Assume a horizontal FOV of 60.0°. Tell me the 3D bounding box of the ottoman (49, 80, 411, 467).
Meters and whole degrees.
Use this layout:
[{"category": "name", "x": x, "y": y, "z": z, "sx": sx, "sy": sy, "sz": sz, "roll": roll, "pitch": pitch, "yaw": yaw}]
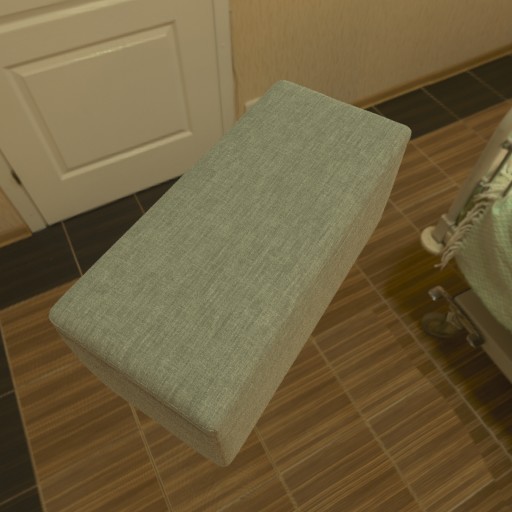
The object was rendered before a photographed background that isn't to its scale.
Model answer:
[{"category": "ottoman", "x": 0.000, "y": 0.000, "z": 1.143, "sx": 0.419, "sy": 0.432, "sz": 0.902, "roll": 28, "pitch": 61, "yaw": 17}]
